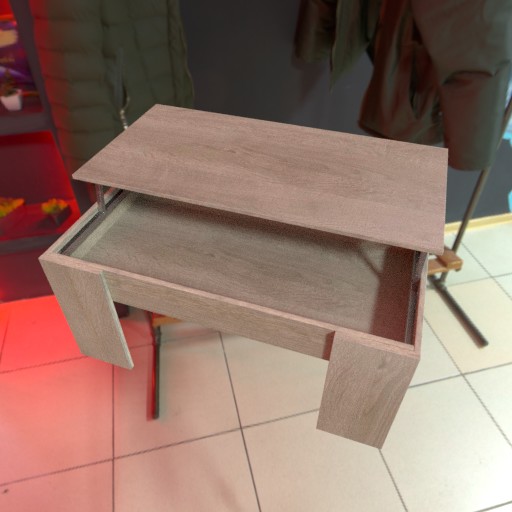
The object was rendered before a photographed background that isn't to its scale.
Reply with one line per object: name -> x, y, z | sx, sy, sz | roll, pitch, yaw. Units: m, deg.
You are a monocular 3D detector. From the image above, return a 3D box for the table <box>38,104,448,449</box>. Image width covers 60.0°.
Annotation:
table -> 0.000, 0.000, 1.420 | 1.000, 0.570, 0.711 | 13, 44, 14
